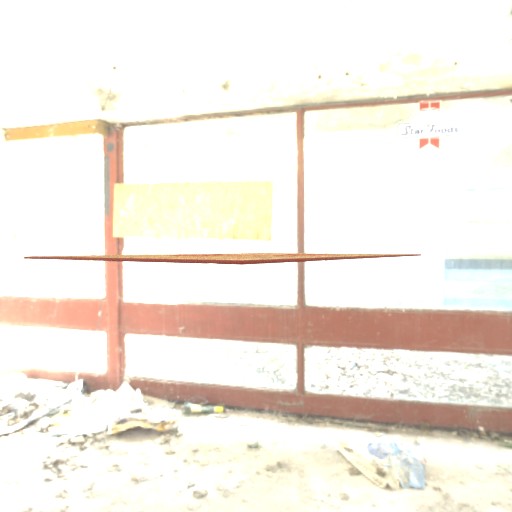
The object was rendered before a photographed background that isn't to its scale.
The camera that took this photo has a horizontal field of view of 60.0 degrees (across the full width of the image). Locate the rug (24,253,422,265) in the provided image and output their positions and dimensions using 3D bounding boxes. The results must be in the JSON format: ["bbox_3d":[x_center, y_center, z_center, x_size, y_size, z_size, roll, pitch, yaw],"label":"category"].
[{"bbox_3d":[0.000,0.000,2.311,1.194,0.013,1.802,1,1,36],"label":"rug"}]
